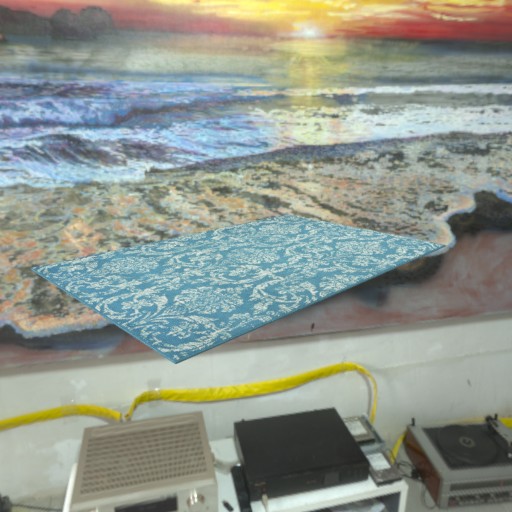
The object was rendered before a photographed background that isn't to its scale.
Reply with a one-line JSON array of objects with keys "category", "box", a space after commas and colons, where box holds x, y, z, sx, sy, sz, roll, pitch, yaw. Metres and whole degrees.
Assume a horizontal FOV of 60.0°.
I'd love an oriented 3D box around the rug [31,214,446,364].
[{"category": "rug", "box": [0.000, 0.000, 3.473, 2.746, 0.018, 1.816, -16, 23, -42]}]
